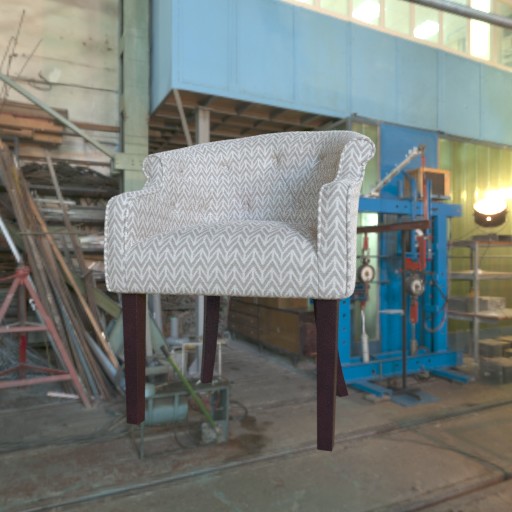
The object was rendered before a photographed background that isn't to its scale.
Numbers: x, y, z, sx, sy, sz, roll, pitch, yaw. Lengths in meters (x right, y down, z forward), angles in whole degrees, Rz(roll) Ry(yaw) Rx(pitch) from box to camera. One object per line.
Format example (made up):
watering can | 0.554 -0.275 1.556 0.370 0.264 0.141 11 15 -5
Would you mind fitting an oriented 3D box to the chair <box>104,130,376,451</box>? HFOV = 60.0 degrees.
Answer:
chair | 0.000 0.000 1.300 0.686 0.858 0.613 0 0 18
